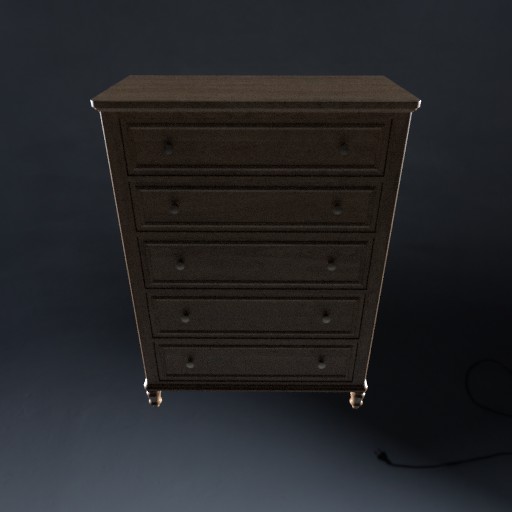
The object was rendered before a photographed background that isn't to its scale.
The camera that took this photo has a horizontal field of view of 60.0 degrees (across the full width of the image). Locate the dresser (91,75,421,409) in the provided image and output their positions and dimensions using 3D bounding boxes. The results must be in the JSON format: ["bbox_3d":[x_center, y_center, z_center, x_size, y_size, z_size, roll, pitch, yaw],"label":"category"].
[{"bbox_3d":[0.000,0.000,1.822,0.973,1.318,0.484,0,31,0],"label":"dresser"}]
